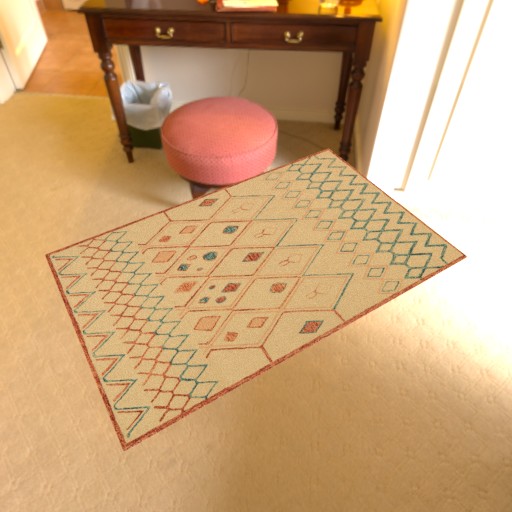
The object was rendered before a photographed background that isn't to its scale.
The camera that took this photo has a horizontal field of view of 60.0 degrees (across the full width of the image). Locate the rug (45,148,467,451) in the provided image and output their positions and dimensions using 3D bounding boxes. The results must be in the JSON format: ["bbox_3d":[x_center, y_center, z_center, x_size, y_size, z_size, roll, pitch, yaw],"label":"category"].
[{"bbox_3d":[0.000,0.000,3.014,2.438,0.015,1.524,-24,52,-21],"label":"rug"}]
